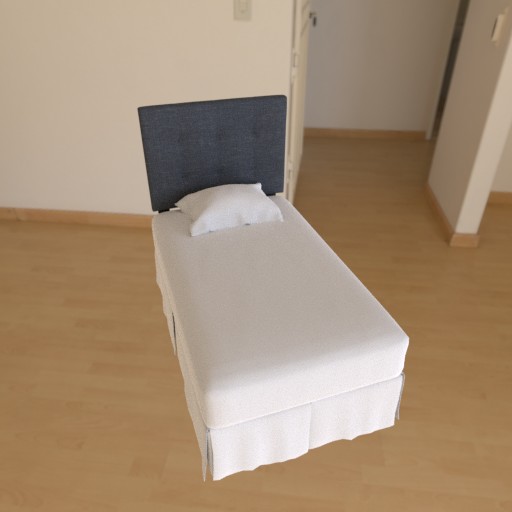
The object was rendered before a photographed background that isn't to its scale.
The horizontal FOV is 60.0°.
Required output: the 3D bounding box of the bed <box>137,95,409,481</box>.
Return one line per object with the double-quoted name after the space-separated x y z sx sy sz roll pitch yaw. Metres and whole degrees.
0.000 0.000 2.966 1.261 1.571 1.997 -11 35 -16 "bed"
